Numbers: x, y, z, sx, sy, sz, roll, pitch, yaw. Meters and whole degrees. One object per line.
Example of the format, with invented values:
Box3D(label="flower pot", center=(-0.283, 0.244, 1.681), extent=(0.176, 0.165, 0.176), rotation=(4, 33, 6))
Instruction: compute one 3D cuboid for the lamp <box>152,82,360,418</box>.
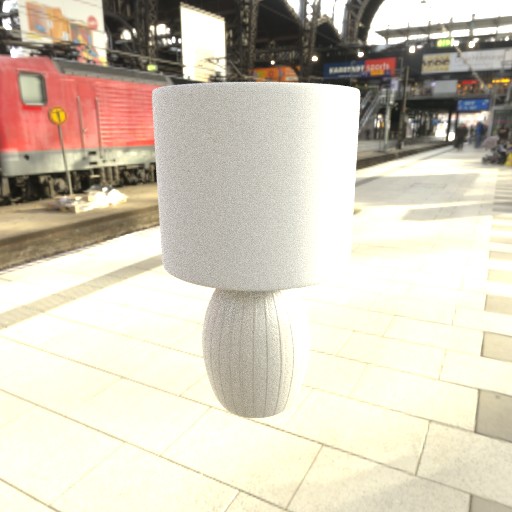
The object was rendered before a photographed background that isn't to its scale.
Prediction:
Box3D(label="lamp", center=(0.000, 0.000, 0.789), extent=(0.328, 0.570, 0.328), rotation=(0, 16, 0))
